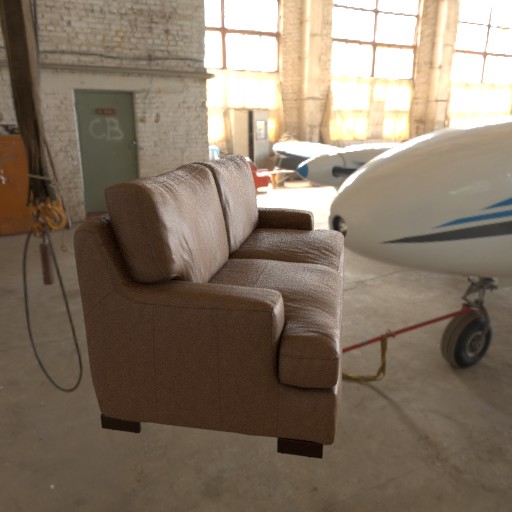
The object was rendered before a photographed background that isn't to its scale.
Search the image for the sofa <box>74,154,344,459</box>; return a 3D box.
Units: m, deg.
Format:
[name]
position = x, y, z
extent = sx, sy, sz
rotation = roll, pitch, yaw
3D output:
[sofa]
position = 0.000, 0.000, 2.393
extent = 0.962, 0.980, 1.855
rotation = 3, 17, 11
